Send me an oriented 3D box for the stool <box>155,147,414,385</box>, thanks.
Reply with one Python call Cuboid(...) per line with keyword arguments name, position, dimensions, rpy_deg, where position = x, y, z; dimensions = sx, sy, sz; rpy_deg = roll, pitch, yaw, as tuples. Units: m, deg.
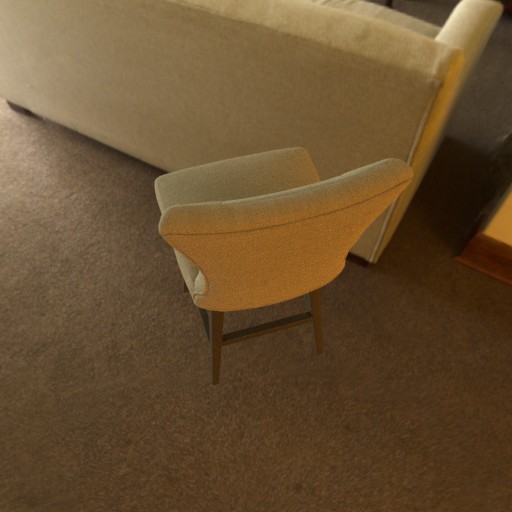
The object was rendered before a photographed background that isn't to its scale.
Cuboid(name="stool", position=(0.000, 0.000, 1.397), dimensions=(0.514, 1.086, 0.574), rpy_deg=(-14, 57, -9))
